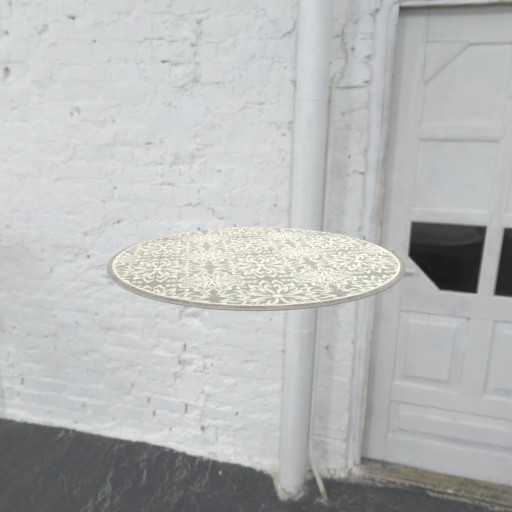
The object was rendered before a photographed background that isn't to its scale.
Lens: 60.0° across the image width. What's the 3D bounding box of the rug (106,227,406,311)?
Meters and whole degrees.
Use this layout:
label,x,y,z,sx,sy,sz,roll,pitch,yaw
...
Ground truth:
label,x,y,z,sx,sy,sz,roll,pitch,yaw
rug,0.000,0.000,2.482,1.593,0.012,1.593,0,15,0
